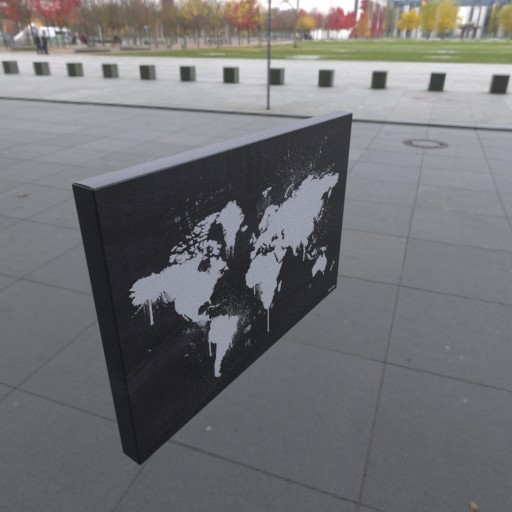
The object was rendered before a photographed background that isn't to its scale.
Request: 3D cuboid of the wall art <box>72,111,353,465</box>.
[{"bbox_3d":[0.000,0.000,0.766,0.038,0.409,0.610,18,32,32],"label":"wall art"}]
